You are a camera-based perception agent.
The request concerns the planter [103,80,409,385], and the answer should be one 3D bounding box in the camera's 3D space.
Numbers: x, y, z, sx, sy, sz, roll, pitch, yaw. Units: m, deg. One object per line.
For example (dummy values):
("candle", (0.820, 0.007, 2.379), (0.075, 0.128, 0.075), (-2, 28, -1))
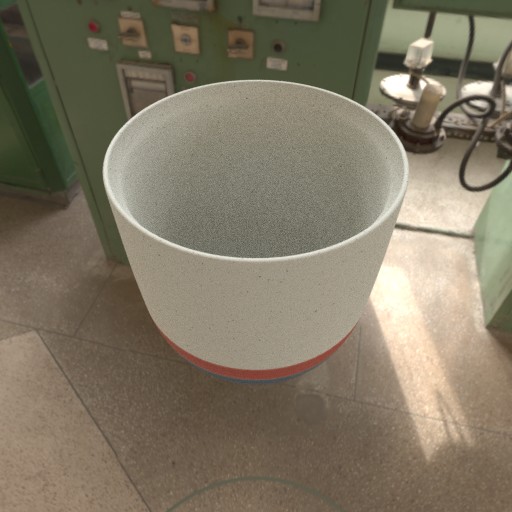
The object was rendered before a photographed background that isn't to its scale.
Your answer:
("planter", (0.000, 0.000, 0.380), (0.204, 0.214, 0.204), (0, 48, 0))
